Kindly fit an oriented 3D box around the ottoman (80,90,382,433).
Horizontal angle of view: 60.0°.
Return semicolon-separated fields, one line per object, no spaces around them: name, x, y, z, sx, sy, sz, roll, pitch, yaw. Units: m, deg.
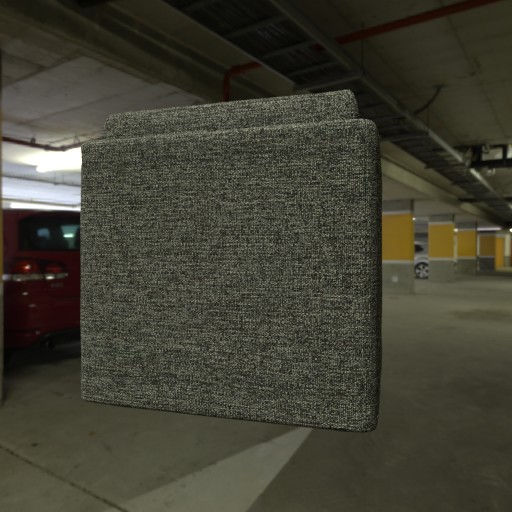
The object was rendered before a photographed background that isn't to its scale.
ottoman;0.000;0.000;0.824;0.450;0.463;0.450;0;0;17
